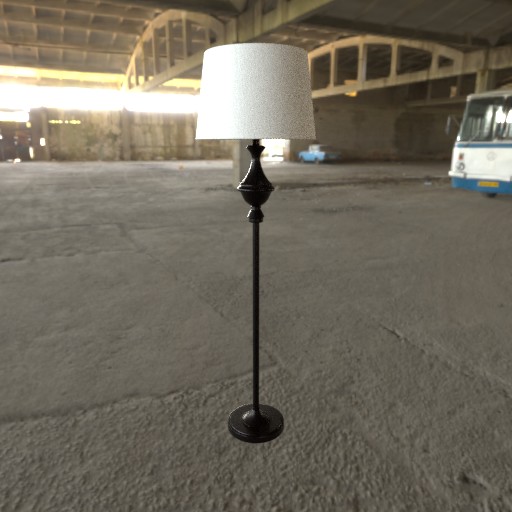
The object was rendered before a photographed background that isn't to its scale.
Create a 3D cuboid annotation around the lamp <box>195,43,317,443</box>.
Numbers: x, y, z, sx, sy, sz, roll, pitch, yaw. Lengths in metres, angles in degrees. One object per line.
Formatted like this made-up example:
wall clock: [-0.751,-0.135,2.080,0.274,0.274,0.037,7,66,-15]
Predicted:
lamp: [0.000,0.000,1.699,0.431,1.484,0.431,0,14,0]
